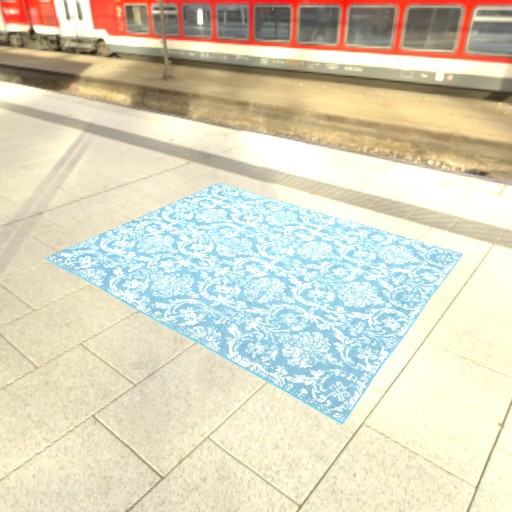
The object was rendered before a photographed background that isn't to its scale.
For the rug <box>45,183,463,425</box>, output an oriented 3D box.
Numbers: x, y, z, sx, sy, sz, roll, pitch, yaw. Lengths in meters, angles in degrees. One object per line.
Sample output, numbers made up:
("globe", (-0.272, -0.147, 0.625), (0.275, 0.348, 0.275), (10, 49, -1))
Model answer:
("rug", (0.000, 0.000, 4.019), (2.980, 0.012, 2.363), (21, 36, 31))
